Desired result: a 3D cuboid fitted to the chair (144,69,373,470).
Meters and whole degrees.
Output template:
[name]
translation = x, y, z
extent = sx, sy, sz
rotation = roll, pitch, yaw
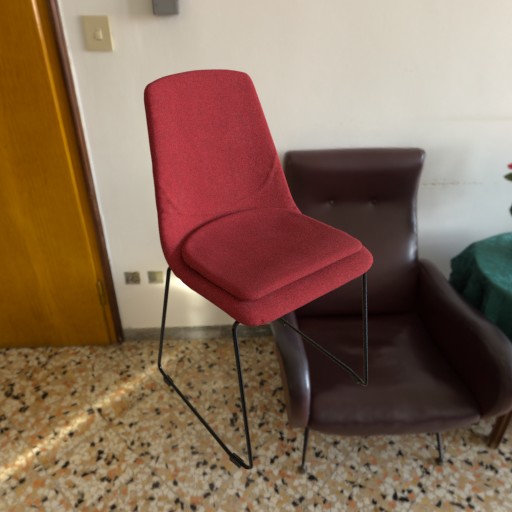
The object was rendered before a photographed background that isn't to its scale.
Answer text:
[chair]
translation = 0.000, 0.000, 1.168
extent = 0.479, 0.858, 0.518
rotation = -22, 37, -32
